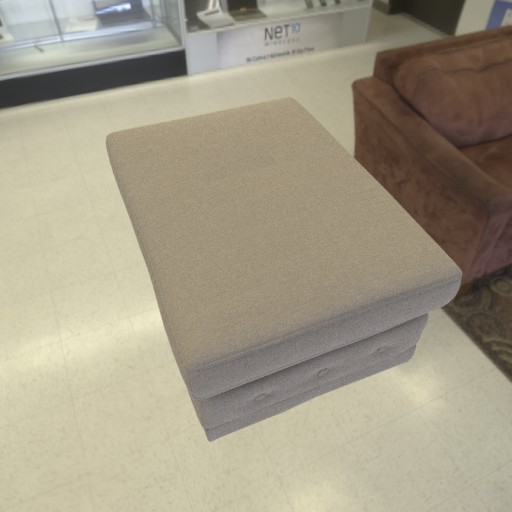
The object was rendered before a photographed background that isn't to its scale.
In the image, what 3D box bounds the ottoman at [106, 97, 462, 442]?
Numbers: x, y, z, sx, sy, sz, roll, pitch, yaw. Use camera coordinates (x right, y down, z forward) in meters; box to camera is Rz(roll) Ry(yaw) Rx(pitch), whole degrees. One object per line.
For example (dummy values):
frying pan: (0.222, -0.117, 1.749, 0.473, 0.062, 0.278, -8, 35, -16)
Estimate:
ottoman: (0.000, 0.000, 1.155, 0.569, 0.500, 0.771, -17, 49, -15)
